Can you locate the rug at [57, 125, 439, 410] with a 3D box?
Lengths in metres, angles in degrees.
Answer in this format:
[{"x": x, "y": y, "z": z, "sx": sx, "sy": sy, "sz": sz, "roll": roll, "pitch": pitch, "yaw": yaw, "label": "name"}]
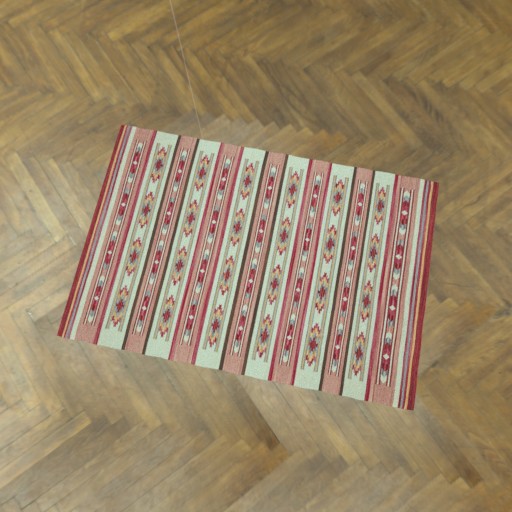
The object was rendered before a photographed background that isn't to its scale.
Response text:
[{"x": 0.000, "y": 0.000, "z": 2.348, "sx": 1.817, "sy": 0.008, "sz": 1.223, "roll": 11, "pitch": 76, "yaw": 3, "label": "rug"}]
